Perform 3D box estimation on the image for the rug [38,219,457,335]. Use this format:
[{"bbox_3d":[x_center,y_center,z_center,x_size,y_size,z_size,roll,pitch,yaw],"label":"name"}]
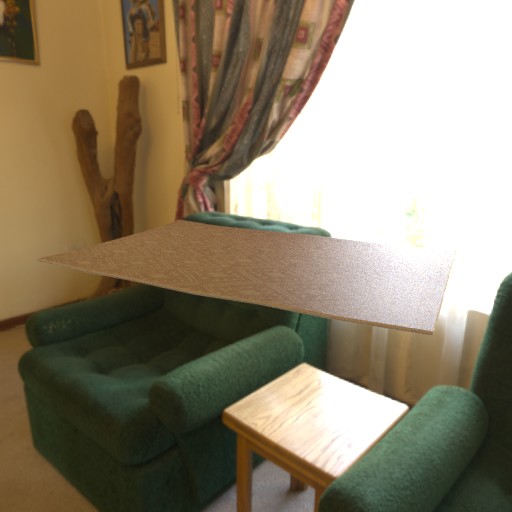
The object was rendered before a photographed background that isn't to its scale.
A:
[{"bbox_3d":[0.000,0.000,3.028,2.430,0.053,1.553,8,17,26],"label":"rug"}]
